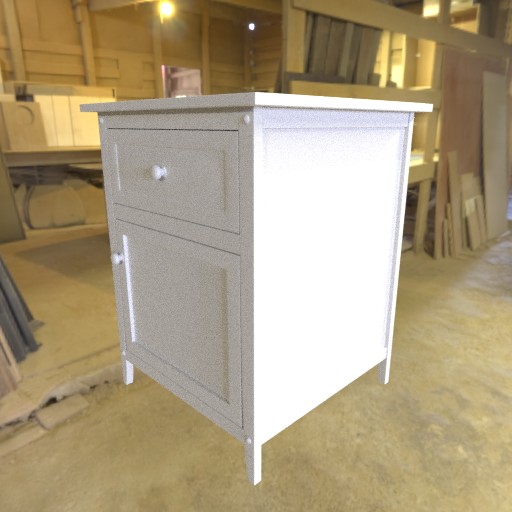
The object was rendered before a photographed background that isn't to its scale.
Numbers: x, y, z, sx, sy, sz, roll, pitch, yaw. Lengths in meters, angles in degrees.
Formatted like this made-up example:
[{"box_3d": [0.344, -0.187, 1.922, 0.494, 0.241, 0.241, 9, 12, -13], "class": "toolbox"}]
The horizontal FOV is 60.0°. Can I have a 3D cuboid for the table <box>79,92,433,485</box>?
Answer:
[{"box_3d": [0.000, 0.000, 0.743, 0.381, 0.483, 0.381, -16, 23, -42], "class": "table"}]
